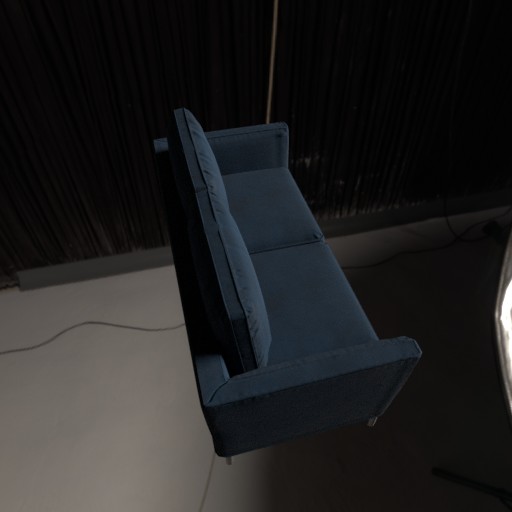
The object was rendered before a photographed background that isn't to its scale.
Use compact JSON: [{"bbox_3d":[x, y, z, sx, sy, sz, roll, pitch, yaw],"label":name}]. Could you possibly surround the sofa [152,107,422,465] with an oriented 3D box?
[{"bbox_3d":[0.000,0.000,2.357,0.853,1.002,1.770,-11,47,-10],"label":"sofa"}]
